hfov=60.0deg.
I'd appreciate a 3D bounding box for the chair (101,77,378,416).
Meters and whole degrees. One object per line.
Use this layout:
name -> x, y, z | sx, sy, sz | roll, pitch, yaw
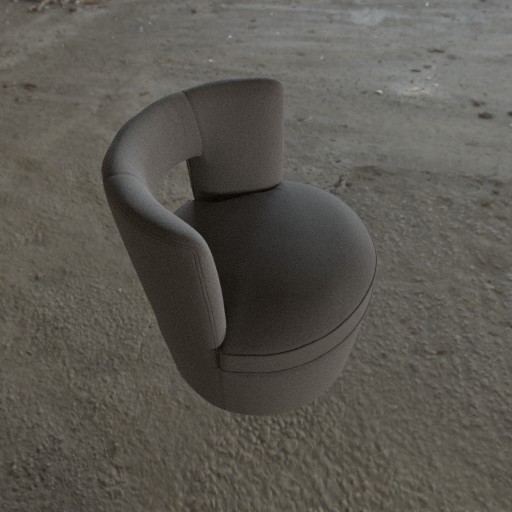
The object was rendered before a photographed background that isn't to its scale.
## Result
chair -> 0.000, 0.000, 1.232 | 0.660, 0.719, 0.689 | 11, 47, 10
